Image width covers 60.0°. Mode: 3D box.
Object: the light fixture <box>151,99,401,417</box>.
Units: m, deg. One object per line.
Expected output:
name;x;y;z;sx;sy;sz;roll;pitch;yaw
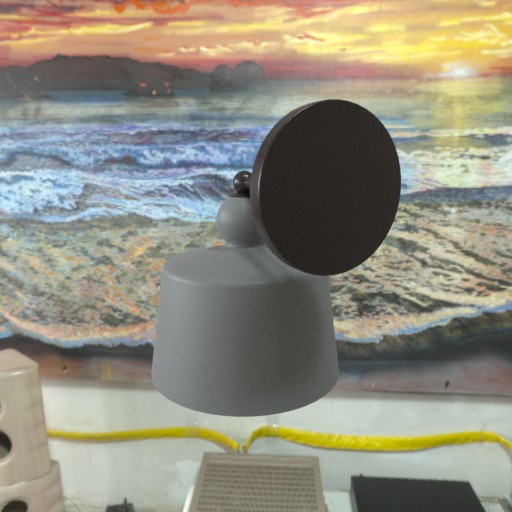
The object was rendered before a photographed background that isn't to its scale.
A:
light fixture;0.000;0.000;0.443;0.204;0.268;0.254;-6;13;-26
